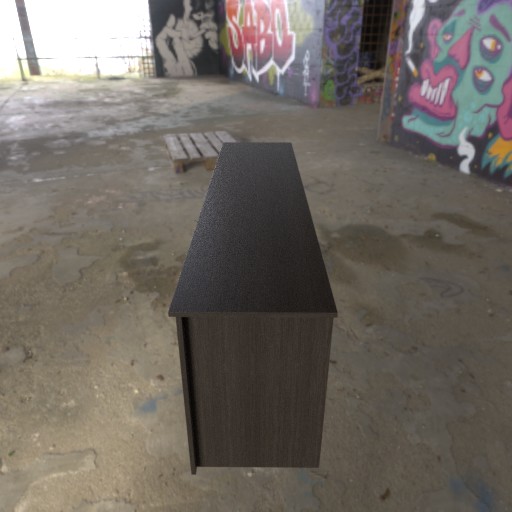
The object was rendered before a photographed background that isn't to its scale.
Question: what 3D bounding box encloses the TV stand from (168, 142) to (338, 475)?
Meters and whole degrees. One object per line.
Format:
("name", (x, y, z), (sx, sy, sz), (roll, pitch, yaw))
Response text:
("TV stand", (0.000, 0.000, 1.990), (0.406, 0.610, 1.778), (0, 27, 0))
